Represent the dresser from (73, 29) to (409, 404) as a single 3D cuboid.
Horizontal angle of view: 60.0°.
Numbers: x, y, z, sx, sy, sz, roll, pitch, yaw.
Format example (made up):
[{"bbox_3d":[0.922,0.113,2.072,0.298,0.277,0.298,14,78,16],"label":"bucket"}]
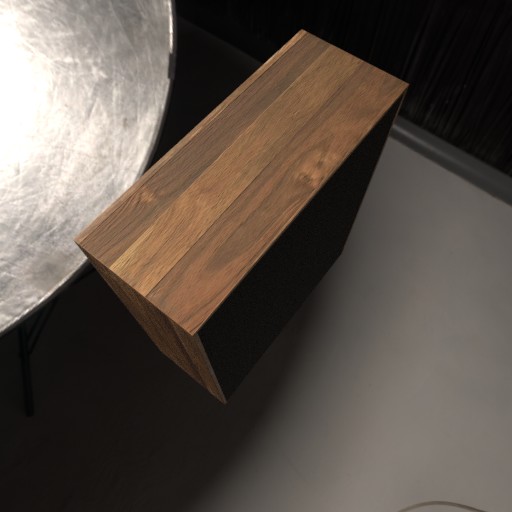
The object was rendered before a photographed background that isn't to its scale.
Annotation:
[{"bbox_3d":[0.000,0.000,1.944,0.442,1.393,1.062,35,69,16],"label":"dresser"}]
